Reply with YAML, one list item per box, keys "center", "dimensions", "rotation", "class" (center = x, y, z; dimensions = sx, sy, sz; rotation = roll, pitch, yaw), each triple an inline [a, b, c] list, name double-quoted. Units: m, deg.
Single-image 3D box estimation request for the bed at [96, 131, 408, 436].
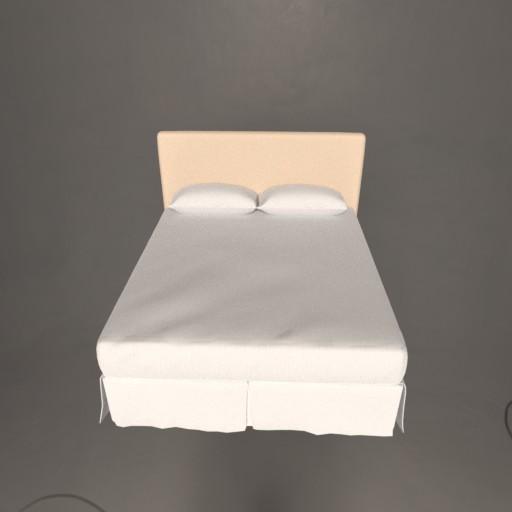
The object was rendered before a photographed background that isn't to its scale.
- center: [0.000, 0.000, 3.305]
  dimensions: [1.884, 1.330, 2.142]
  rotation: [1, 30, 2]
  class: "bed"
